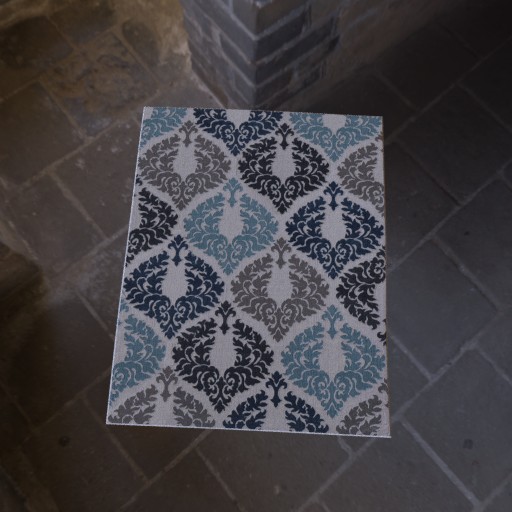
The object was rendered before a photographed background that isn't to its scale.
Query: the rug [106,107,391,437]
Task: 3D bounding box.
[{"bbox_3d":[0.000,0.000,4.109,2.423,0.014,3.040,2,76,1],"label":"rug"}]
